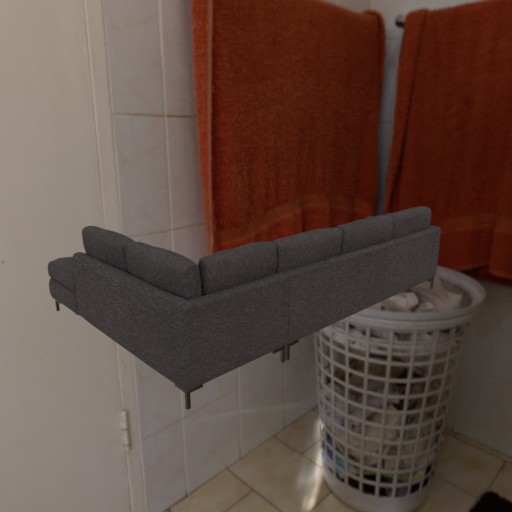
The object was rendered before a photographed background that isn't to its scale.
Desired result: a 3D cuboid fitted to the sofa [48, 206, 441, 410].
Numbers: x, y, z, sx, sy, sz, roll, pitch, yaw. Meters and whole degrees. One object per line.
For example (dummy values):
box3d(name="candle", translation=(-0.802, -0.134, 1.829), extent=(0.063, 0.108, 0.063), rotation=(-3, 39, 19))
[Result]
box3d(name="sofa", translation=(0.000, 0.000, 3.950), extent=(2.949, 0.815, 2.007), rotation=(-14, 21, -41))
